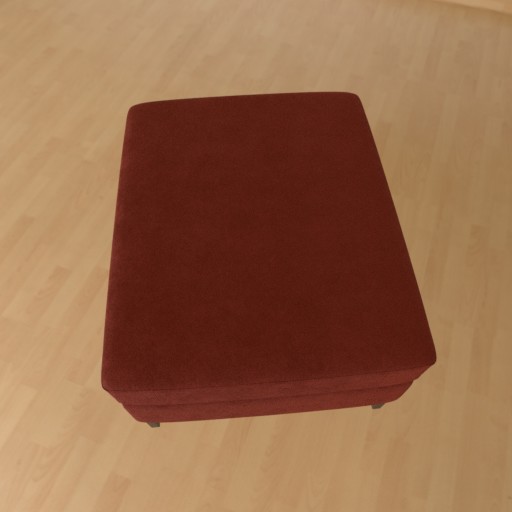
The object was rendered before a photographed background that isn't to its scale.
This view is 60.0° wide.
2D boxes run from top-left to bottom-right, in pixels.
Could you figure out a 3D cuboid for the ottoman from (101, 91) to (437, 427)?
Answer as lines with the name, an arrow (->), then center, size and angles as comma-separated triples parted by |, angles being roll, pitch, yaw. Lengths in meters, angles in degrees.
ottoman -> 0.000, 0.000, 1.172 | 0.650, 0.462, 0.782 | -4, 59, -2
